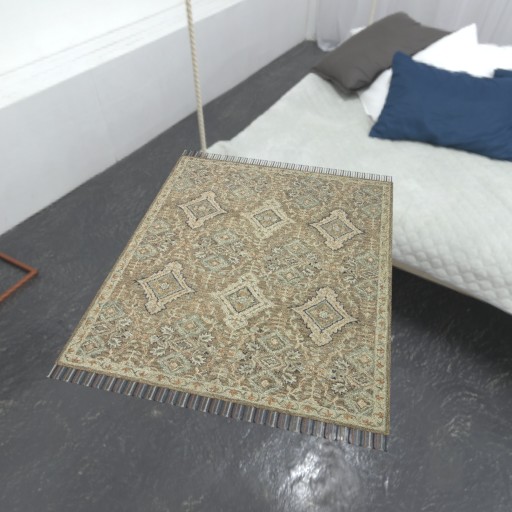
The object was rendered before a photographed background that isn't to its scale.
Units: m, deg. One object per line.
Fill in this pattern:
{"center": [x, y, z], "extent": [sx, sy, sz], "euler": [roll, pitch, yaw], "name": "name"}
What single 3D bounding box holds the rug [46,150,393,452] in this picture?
{"center": [0.000, 0.000, 4.068], "extent": [2.437, 0.010, 3.056], "euler": [9, 47, 9], "name": "rug"}
